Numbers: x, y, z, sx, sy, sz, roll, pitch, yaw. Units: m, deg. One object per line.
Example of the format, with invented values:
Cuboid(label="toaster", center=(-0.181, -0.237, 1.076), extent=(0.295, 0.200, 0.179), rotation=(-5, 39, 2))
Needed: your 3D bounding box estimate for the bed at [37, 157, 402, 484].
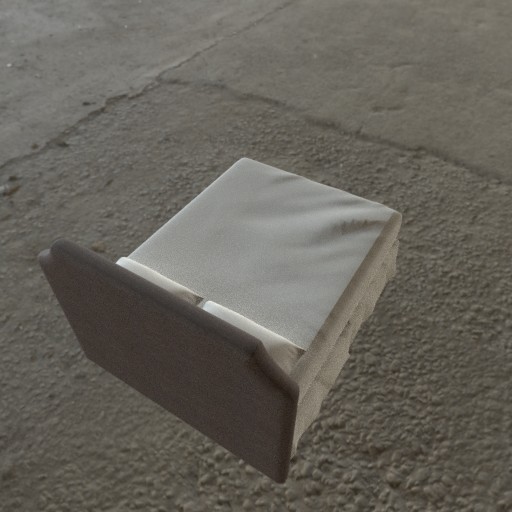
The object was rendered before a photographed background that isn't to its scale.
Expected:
Cuboid(label="bed", center=(0.000, 0.000, 3.168), extent=(1.693, 1.290, 2.116), rotation=(24, 51, 22))
